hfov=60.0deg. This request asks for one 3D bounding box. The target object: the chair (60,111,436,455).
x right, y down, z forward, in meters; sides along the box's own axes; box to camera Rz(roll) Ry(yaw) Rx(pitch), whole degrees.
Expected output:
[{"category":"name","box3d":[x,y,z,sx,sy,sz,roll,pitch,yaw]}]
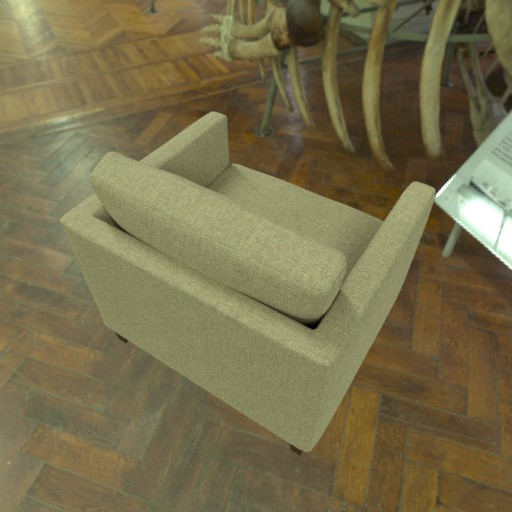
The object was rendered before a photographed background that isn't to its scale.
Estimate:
[{"category":"chair","box3d":[0.000,0.000,1.847,1.107,0.987,0.959,25,52,22]}]
